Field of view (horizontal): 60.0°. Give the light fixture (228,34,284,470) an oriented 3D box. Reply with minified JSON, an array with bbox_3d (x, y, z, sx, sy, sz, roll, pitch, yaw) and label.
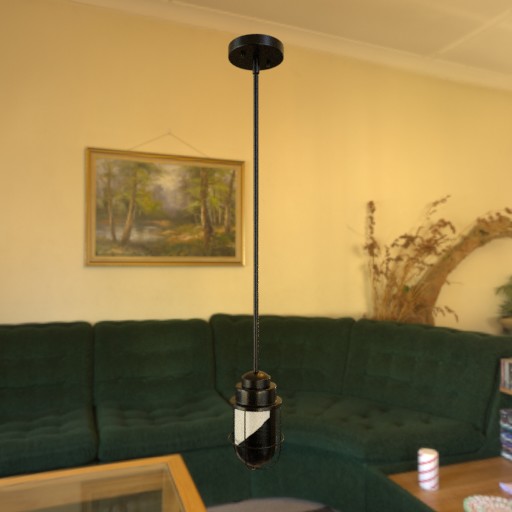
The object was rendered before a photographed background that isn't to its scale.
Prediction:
[{"bbox_3d":[0.000,0.000,0.969,0.123,0.920,0.123,1,-2,-38],"label":"light fixture"}]
